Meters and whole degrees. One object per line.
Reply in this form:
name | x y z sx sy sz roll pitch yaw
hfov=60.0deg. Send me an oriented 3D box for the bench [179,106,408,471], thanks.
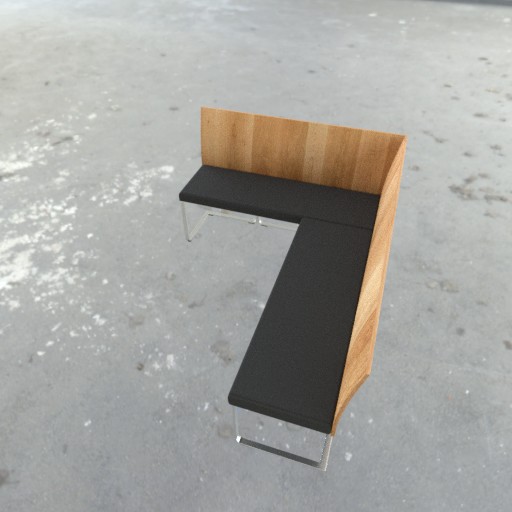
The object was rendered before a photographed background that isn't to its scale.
bench | 0.000 0.000 2.753 1.495 0.930 1.945 12 43 13
